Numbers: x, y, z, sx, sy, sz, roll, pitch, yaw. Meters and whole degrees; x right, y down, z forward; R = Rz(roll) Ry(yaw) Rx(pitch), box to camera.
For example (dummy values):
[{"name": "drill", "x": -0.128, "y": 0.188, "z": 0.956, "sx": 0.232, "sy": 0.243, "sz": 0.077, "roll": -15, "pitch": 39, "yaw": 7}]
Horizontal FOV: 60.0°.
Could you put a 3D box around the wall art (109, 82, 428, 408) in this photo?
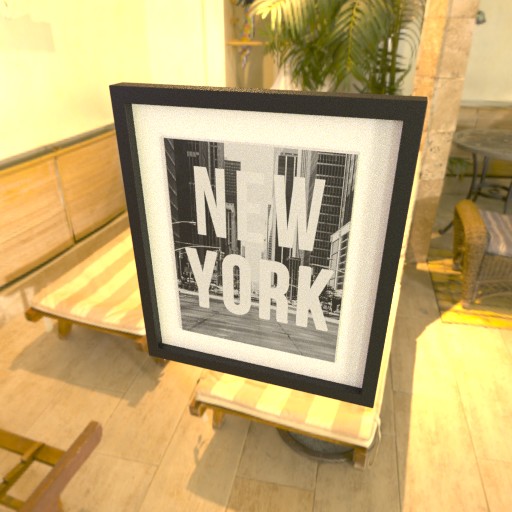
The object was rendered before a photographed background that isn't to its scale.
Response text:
[{"name": "wall art", "x": 0.000, "y": 0.000, "z": 0.538, "sx": 0.328, "sy": 0.381, "sz": 0.028, "roll": 9, "pitch": 30, "yaw": 16}]
